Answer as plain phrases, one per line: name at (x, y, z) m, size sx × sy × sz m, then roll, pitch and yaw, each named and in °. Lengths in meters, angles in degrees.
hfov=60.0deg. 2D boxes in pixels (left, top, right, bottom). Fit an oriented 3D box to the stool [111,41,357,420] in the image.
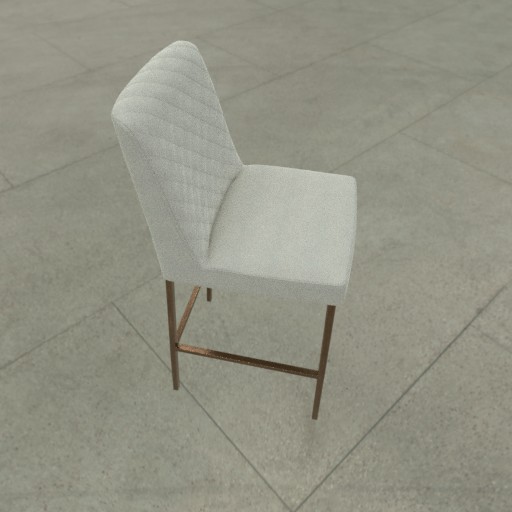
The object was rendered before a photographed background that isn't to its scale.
stool at (0.000, 0.000, 1.335) m, size 0.546 × 1.084 × 0.462 m, roll 9°, pitch 47°, yaw 9°
